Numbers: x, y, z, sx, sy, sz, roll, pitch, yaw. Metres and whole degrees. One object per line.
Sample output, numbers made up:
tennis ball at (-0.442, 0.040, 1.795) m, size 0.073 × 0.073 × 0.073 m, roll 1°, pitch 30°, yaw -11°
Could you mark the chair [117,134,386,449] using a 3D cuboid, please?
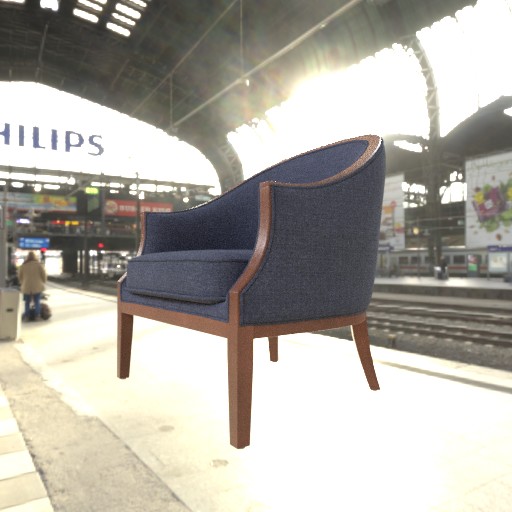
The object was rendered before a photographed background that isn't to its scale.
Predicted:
chair at (0.000, 0.000, 1.486) m, size 0.735 × 0.876 × 0.803 m, roll 1°, pitch -1°, yaw -36°
